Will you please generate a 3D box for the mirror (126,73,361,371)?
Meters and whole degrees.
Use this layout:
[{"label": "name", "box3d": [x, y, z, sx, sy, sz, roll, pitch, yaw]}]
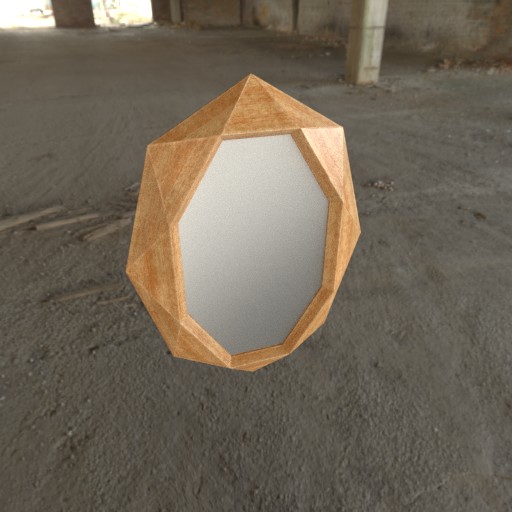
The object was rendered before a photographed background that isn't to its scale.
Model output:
[{"label": "mirror", "box3d": [0.000, 0.000, 1.017, 0.577, 0.774, 0.070, -10, 31, -16]}]
